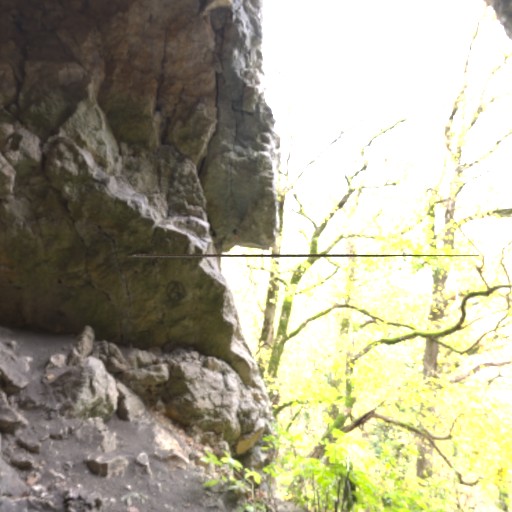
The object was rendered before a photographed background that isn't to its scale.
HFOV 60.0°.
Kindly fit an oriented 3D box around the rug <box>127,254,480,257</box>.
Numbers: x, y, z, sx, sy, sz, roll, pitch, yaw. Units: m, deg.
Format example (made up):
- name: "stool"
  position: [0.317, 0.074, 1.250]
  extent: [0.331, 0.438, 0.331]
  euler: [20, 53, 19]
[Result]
- name: "rug"
  position: [0.000, 0.000, 4.512]
  extent: [2.452, 0.020, 3.365]
  euler: [0, 0, -18]
